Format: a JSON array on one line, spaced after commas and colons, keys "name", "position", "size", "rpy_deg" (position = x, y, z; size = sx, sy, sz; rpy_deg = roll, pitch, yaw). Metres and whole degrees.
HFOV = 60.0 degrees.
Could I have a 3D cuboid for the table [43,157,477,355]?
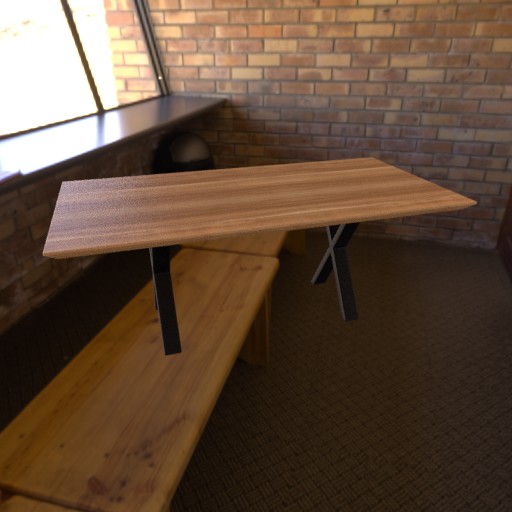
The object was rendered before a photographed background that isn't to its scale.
[{"name": "table", "position": [0.000, 0.000, 2.538], "size": [2.000, 0.770, 1.000], "rpy_deg": [-8, 27, -16]}]
